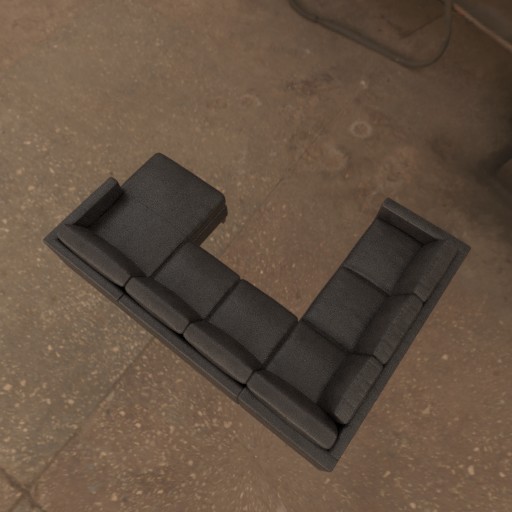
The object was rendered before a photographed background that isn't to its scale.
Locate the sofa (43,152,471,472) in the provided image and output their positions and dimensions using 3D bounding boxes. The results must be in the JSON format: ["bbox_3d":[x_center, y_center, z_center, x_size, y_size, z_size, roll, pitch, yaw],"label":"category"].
[{"bbox_3d":[0.000,0.000,4.509,3.324,0.891,2.452,35,70,15],"label":"sofa"}]
